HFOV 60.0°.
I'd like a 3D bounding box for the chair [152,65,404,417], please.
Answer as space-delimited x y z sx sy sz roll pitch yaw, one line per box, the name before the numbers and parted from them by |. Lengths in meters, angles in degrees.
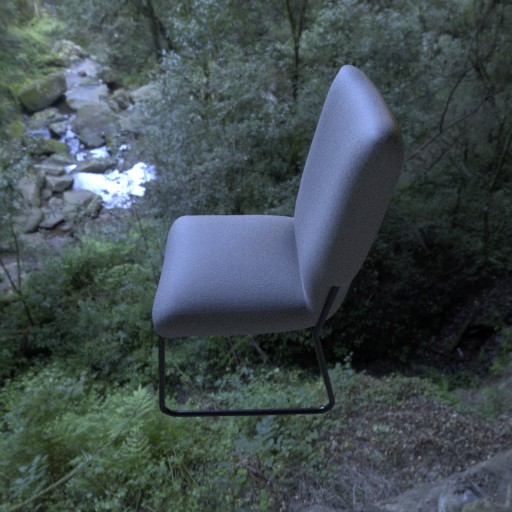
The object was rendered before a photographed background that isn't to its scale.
chair | 0.000 0.000 1.176 0.560 0.864 0.448 -1 41 -1
